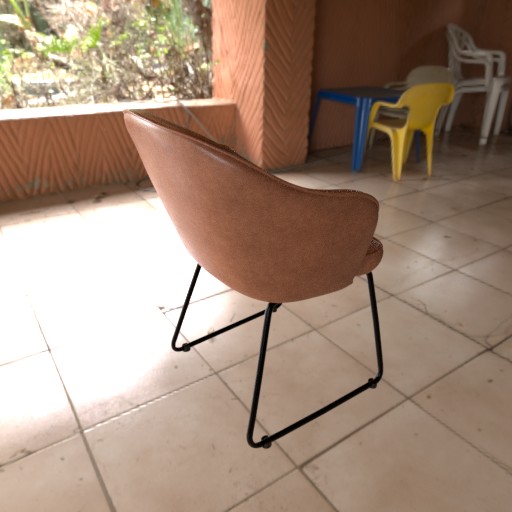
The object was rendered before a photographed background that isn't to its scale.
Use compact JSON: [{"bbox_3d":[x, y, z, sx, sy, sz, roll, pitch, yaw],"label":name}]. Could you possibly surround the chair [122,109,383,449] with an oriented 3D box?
[{"bbox_3d":[0.000,0.000,1.181,0.580,0.785,0.582,-17,31,-31],"label":"chair"}]
